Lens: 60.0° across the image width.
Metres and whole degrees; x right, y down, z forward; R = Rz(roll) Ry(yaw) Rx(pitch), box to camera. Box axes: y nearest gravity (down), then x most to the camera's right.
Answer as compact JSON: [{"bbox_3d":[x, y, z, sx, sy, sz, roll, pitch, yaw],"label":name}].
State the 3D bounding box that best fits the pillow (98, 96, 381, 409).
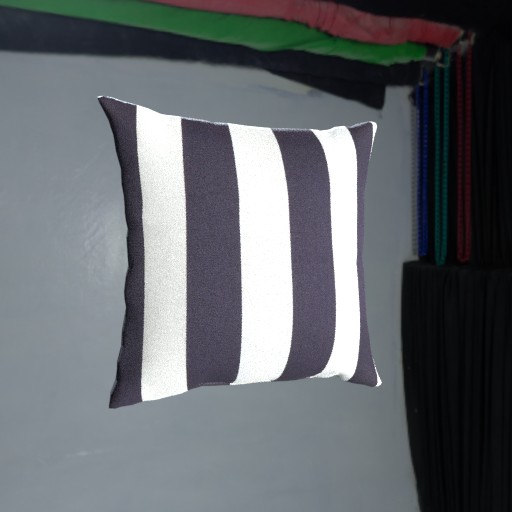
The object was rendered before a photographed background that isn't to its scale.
[{"bbox_3d":[0.000,0.000,0.801,0.536,0.526,0.189,0,1,-19],"label":"pillow"}]
